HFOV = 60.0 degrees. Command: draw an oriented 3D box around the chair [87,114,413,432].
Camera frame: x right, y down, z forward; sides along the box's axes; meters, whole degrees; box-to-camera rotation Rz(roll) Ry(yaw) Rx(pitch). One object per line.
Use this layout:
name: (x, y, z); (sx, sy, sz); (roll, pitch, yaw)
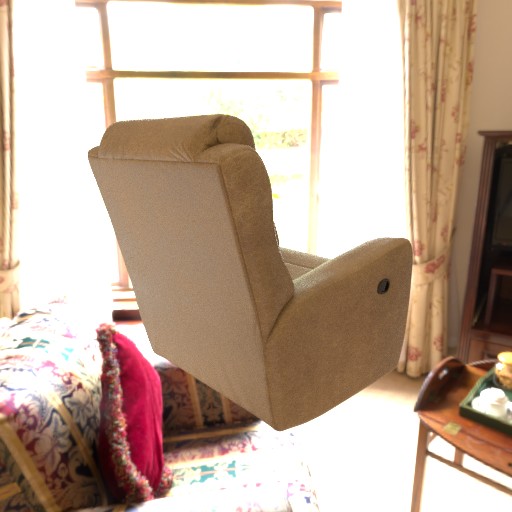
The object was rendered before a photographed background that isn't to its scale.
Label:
chair: (0.000, 0.000, 1.912); (1.068, 1.116, 0.965); (-13, 19, -42)
